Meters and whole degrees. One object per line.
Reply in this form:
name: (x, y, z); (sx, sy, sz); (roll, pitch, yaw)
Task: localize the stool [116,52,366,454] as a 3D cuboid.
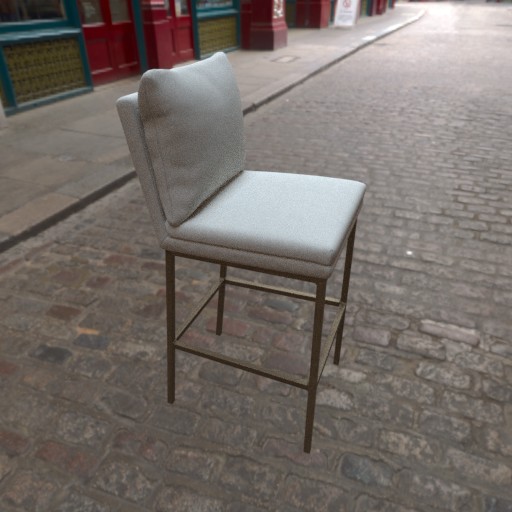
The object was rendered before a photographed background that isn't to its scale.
stool: (0.000, 0.000, 1.397); (0.572, 1.125, 0.463); (11, 32, 18)
